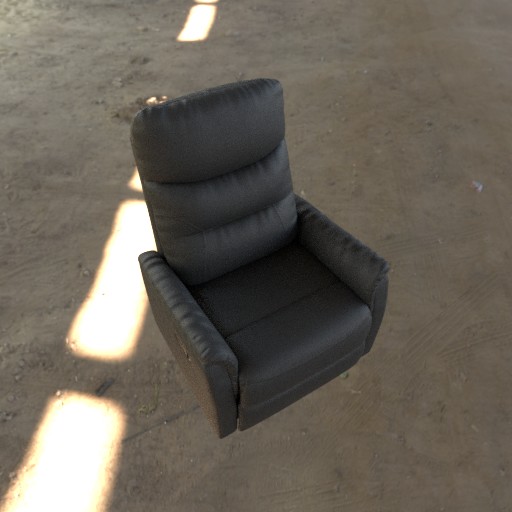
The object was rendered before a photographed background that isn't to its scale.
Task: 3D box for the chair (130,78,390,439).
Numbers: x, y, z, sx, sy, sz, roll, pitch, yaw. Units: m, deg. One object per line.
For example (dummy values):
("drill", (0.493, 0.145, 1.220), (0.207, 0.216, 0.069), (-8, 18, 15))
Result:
("chair", (0.000, 0.000, 1.683), (0.775, 1.082, 0.831), (-24, 51, -21))
